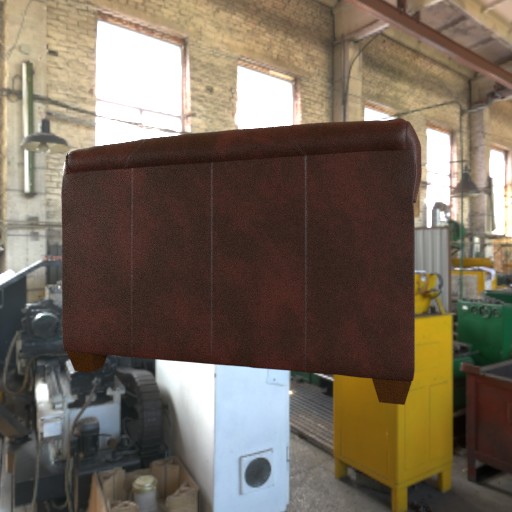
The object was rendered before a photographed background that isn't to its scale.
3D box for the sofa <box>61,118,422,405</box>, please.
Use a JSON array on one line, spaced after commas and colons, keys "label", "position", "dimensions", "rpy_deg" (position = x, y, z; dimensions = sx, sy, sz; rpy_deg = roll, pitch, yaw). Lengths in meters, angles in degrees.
[{"label": "sofa", "position": [0.000, 0.000, 2.057], "dimensions": [1.413, 0.956, 1.000], "rpy_deg": [0, 0, 19]}]
